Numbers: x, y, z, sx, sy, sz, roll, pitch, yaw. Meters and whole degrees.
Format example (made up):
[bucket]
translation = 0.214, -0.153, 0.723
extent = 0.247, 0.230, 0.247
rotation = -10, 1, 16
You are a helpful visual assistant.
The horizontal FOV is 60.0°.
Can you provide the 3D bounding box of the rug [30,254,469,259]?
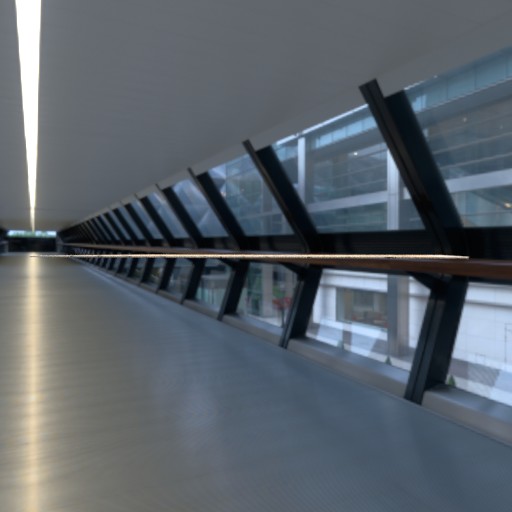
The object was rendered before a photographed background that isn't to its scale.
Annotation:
[rug]
translation = 0.000, 0.000, 2.479
extent = 2.006, 0.008, 1.196
rotation = 0, 0, 18
